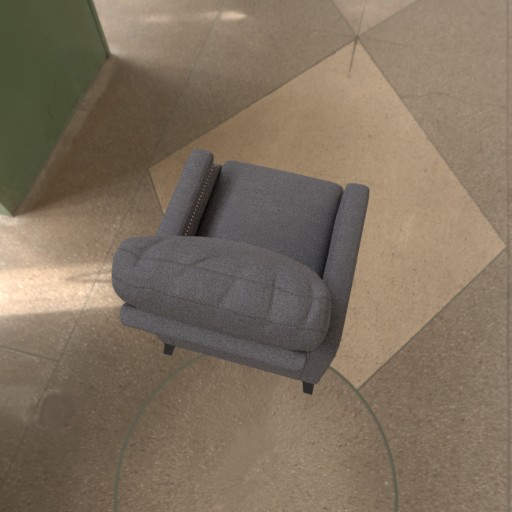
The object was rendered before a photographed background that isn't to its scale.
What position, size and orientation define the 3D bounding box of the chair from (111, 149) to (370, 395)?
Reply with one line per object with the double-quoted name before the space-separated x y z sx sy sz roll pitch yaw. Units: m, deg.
"chair" 0.000 0.000 1.645 0.710 1.049 0.922 14 64 7
